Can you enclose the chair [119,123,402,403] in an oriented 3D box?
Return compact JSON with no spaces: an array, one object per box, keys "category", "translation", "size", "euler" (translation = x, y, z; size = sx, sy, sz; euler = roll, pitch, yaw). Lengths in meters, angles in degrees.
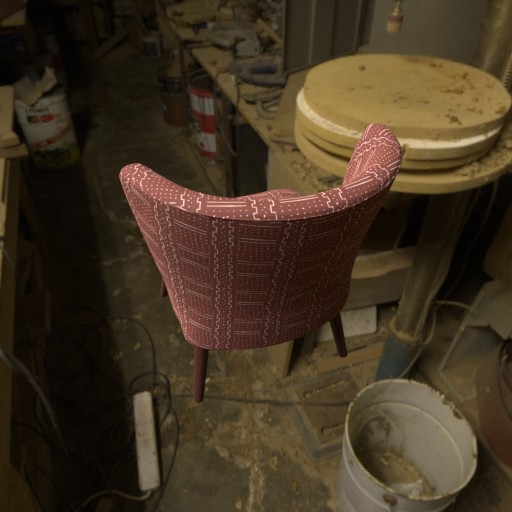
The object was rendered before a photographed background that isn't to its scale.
[{"category":"chair","translation":[0.000,0.000,1.402],"size":[0.706,0.866,0.758],"euler":[-13,43,-15]}]
